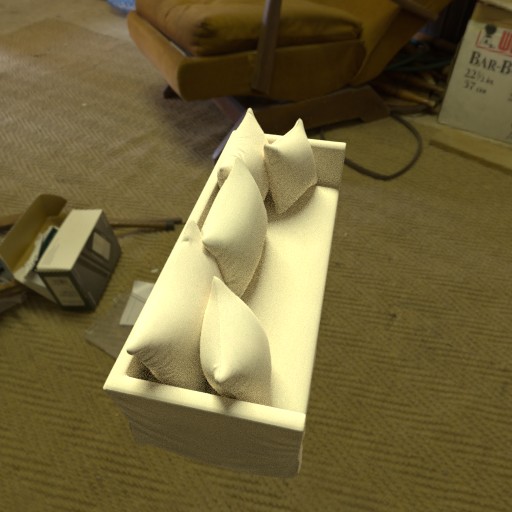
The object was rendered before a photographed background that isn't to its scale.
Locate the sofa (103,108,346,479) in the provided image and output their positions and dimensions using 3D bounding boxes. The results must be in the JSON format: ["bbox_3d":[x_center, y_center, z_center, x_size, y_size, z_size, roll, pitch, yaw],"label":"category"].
[{"bbox_3d":[0.000,0.000,3.045,1.030,1.042,2.484,9,46,9],"label":"sofa"}]
